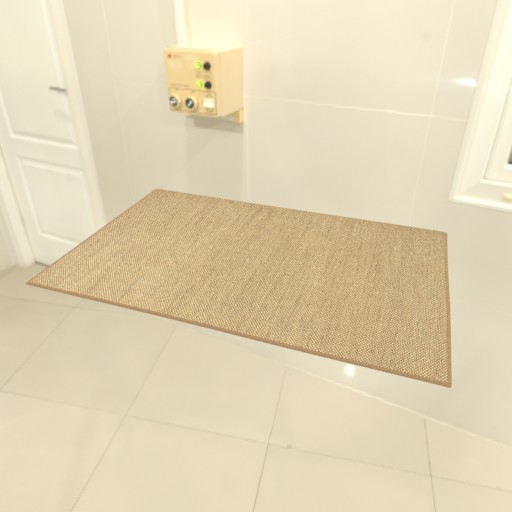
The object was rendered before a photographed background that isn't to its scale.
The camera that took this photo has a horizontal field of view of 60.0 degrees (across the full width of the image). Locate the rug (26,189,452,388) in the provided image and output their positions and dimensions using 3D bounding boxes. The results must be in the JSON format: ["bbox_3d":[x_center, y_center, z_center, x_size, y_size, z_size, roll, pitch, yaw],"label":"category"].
[{"bbox_3d":[0.000,0.000,2.035,1.668,0.012,1.061,11,33,17],"label":"rug"}]
